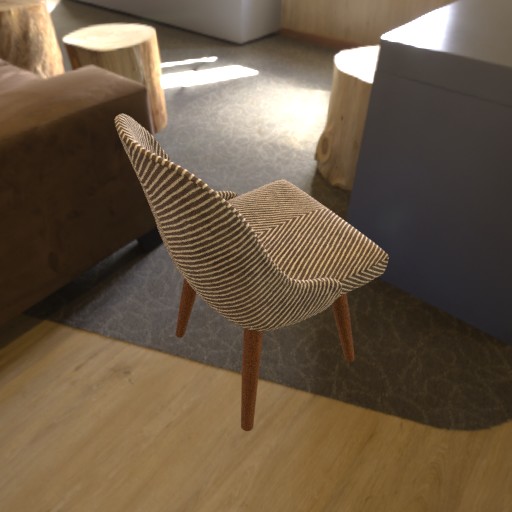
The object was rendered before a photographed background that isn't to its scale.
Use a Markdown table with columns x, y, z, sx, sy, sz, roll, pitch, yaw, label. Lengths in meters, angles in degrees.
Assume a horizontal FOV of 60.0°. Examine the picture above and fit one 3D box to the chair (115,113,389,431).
| x | y | z | sx | sy | sz | roll | pitch | yaw | label |
| --- | --- | --- | --- | --- | --- | --- | --- | --- | --- |
| 0.000 | 0.000 | 1.243 | 0.591 | 0.883 | 0.504 | -25 | 48 | -25 | chair |
